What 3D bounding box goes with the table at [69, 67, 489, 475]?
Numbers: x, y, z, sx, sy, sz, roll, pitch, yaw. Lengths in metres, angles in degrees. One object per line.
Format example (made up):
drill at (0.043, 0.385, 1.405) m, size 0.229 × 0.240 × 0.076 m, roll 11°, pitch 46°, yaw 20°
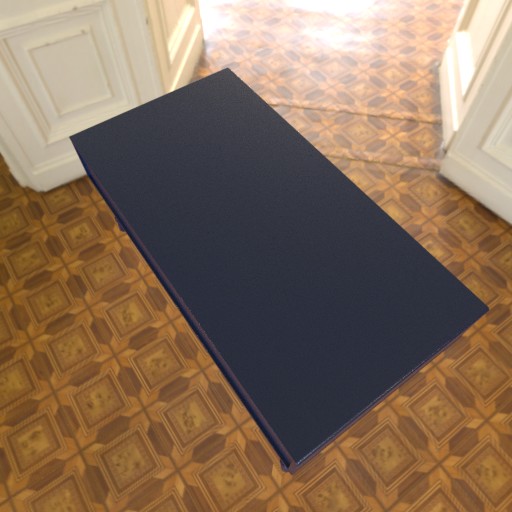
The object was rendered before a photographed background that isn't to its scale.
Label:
table at (0.000, 0.000, 1.333) m, size 0.572 × 0.457 × 1.067 m, roll -31°, pitch 63°, yaw -18°
